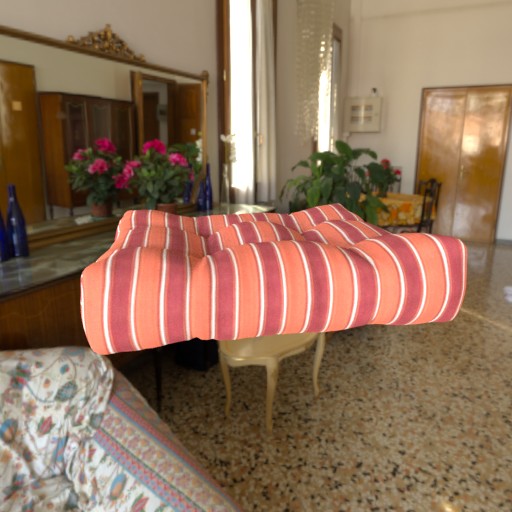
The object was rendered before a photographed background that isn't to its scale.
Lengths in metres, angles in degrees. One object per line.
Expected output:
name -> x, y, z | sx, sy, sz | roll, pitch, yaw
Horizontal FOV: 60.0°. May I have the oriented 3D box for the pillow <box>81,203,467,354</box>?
pillow -> 0.000, 0.000, 0.748 | 0.490, 0.133, 0.468 | -3, 14, -10
